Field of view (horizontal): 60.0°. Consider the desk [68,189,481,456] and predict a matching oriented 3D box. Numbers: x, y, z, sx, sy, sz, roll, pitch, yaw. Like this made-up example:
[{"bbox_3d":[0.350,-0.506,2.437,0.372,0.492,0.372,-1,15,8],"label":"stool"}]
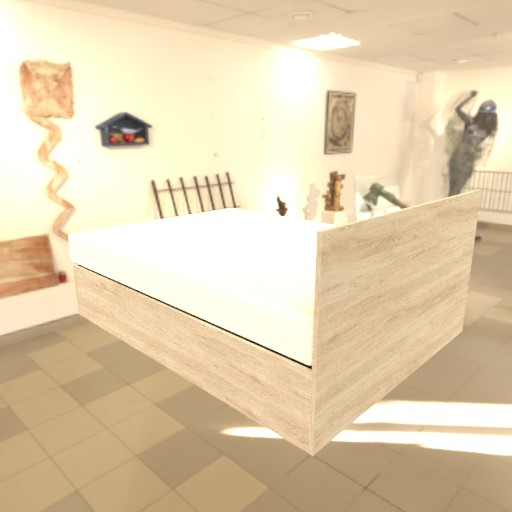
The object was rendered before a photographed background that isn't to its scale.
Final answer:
[{"bbox_3d":[0.000,0.000,2.557,1.900,0.800,1.400,15,21,42],"label":"desk"}]
